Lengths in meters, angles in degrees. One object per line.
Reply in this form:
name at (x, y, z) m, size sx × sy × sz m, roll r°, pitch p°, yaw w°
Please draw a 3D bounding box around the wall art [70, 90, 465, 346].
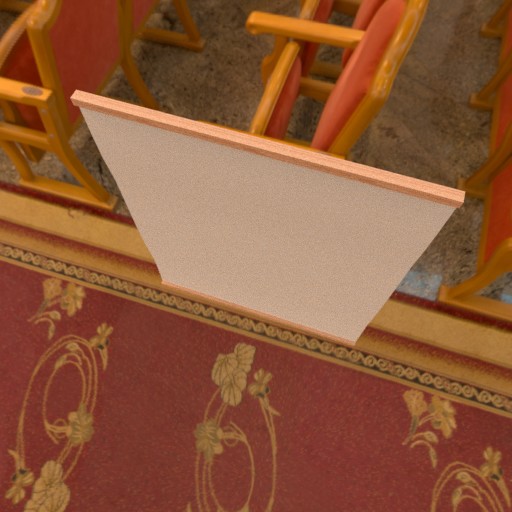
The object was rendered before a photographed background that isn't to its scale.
wall art at (0.000, 0.000, 0.665) m, size 0.406 × 0.508 × 0.013 m, roll 17°, pitch 65°, yaw 8°
